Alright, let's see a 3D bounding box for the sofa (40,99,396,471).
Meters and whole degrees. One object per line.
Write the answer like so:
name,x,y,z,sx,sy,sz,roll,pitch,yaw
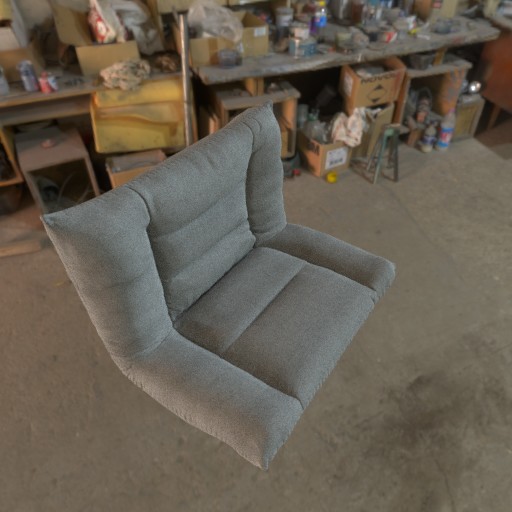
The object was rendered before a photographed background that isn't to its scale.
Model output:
sofa,0.000,0.000,1.699,0.847,0.795,1.144,25,47,25
